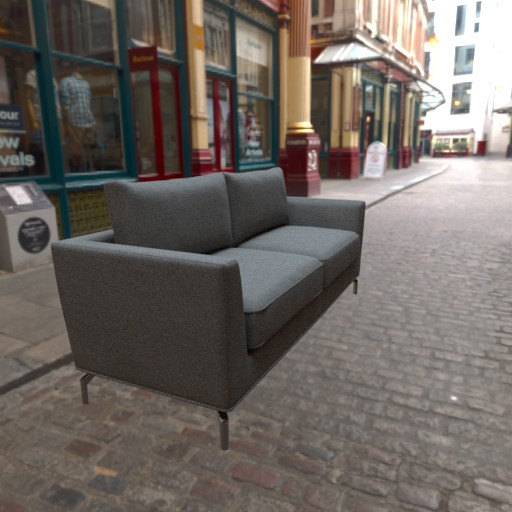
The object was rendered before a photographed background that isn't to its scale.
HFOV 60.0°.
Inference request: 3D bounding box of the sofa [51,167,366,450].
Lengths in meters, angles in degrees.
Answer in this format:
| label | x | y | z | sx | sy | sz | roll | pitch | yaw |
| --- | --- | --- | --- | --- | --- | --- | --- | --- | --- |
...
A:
| label | x | y | z | sx | sy | sz | roll | pitch | yaw |
| --- | --- | --- | --- | --- | --- | --- | --- | --- | --- |
| sofa | 0.000 | 0.000 | 2.689 | 0.869 | 1.002 | 2.212 | 6 | 15 | 25 |
